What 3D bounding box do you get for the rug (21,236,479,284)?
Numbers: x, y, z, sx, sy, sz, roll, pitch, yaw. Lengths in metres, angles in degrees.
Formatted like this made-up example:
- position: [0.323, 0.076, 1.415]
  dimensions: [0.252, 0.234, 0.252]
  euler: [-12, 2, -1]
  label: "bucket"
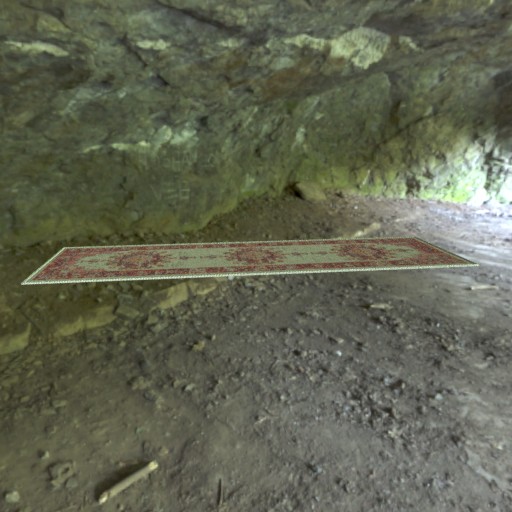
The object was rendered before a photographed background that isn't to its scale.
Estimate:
- position: [0.000, 0.000, 2.013]
  dimensions: [1.824, 0.009, 0.562]
  euler: [-2, 15, -8]
  label: "rug"
